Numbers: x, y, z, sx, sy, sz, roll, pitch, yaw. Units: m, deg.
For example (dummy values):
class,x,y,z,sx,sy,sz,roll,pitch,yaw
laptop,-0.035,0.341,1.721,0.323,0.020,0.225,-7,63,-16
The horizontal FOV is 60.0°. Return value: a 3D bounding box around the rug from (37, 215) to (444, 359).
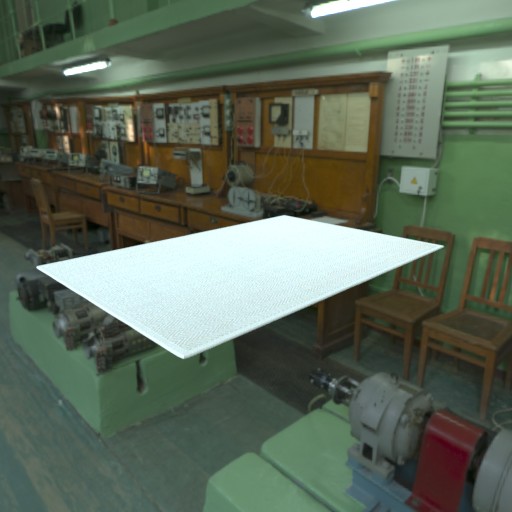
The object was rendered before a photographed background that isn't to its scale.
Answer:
class,x,y,z,sx,sy,sz,roll,pitch,yaw
rug,0.000,0.000,2.915,2.244,0.017,1.532,-16,23,-42
